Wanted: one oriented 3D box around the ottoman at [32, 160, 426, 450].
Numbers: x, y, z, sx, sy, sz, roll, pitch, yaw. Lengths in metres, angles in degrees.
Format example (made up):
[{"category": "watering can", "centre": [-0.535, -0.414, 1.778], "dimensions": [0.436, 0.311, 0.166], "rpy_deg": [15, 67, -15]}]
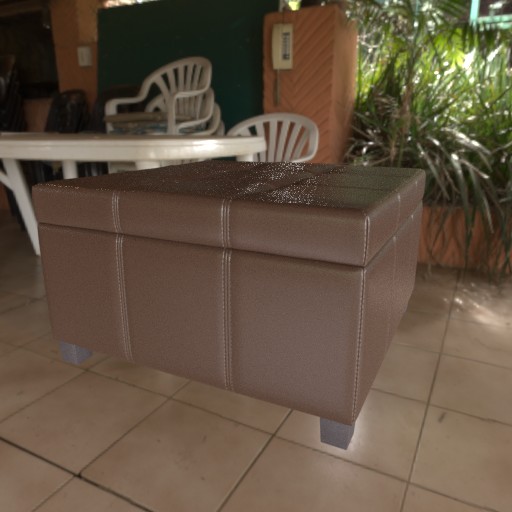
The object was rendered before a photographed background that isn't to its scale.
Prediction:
[{"category": "ottoman", "centre": [0.000, 0.000, 1.239], "dimensions": [0.787, 0.460, 0.788], "rpy_deg": [8, 18, 25]}]
